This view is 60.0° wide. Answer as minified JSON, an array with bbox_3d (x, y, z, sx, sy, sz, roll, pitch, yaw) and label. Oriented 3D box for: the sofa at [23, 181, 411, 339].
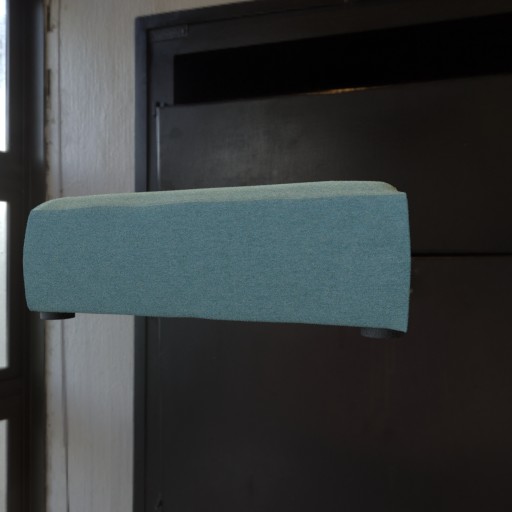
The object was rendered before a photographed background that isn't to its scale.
[{"bbox_3d":[0.000,0.000,1.413,0.930,0.330,0.930,0,-1,19],"label":"sofa"}]
